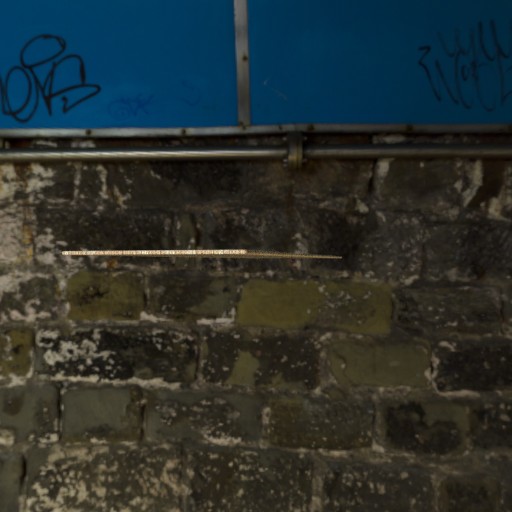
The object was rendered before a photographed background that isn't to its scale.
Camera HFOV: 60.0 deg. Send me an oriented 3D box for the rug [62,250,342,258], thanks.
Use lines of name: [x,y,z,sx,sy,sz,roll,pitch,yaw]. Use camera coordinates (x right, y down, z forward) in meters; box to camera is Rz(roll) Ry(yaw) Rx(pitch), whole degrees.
rug: [0.000,0.000,2.538,0.691,0.013,2.289,0,-1,18]
